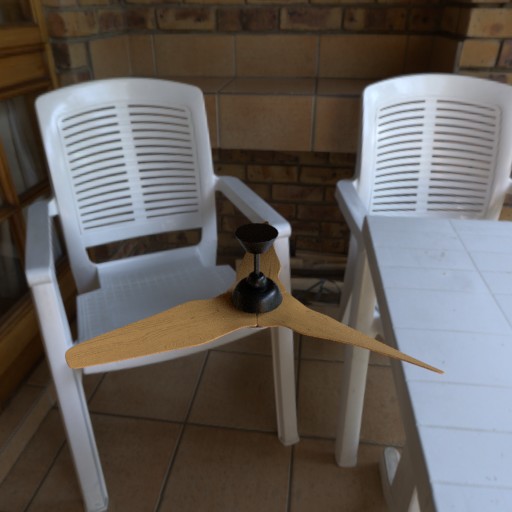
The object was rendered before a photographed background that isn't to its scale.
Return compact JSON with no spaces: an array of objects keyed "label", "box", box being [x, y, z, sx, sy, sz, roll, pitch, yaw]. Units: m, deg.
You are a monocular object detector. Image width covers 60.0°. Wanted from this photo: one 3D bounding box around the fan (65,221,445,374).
[{"label":"fan","box":[0.000,0.000,1.684,1.142,0.355,1.010,1,30,1]}]
